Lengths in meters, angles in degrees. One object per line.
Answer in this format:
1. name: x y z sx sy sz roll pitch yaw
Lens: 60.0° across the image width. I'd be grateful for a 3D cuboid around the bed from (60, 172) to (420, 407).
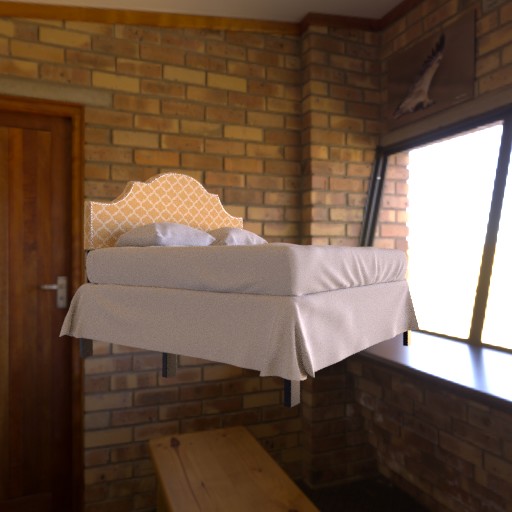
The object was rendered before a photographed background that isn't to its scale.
1. bed: 0.000 0.000 3.773 2.222 1.601 2.314 0 0 36
